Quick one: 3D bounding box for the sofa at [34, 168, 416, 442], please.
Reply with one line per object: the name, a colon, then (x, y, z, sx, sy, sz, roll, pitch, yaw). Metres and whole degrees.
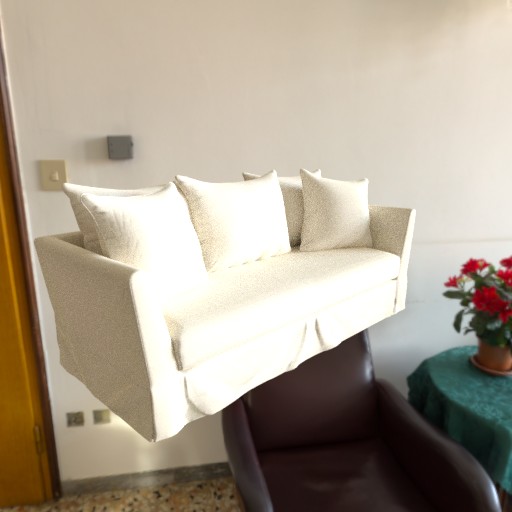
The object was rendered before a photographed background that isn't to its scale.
sofa: (0.000, 0.000, 2.784, 2.290, 1.034, 1.031, -14, 20, -43)
